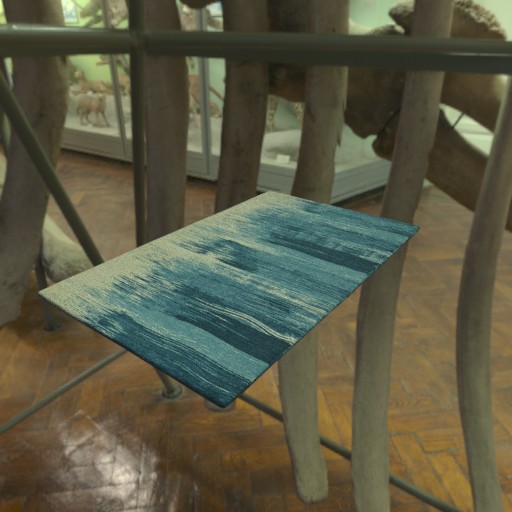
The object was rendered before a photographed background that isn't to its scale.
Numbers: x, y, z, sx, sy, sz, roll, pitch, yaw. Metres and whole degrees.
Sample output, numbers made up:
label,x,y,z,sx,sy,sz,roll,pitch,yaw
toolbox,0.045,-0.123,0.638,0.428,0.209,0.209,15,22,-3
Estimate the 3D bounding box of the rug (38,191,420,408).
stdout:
label,x,y,z,sx,sy,sz,roll,pitch,yaw
rug,0.000,0.000,3.155,1.540,0.027,2.450,19,32,33
